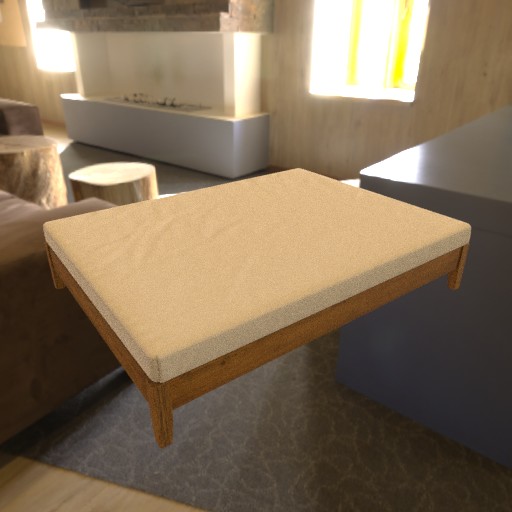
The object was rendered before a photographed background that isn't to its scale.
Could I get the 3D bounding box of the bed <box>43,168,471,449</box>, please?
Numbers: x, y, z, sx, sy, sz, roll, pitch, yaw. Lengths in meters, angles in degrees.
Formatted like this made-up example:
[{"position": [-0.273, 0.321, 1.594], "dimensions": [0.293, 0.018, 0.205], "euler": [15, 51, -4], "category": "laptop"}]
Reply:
[{"position": [0.000, 0.000, 2.666], "dimensions": [2.016, 0.431, 1.536], "euler": [-18, 32, -32], "category": "bed"}]
